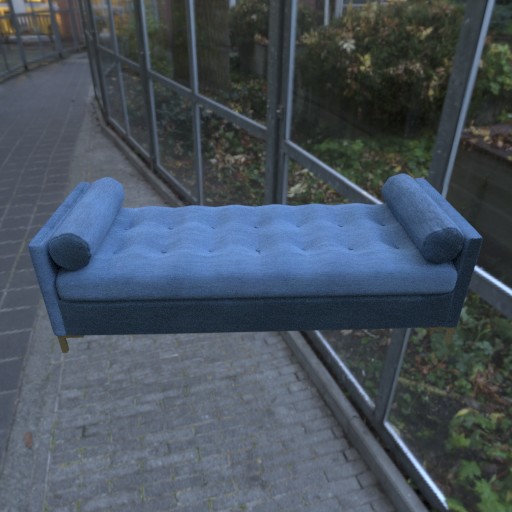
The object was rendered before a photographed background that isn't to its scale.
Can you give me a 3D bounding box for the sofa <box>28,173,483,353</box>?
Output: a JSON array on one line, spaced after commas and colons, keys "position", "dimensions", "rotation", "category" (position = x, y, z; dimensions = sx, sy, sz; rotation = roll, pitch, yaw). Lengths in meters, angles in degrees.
[{"position": [0.000, 0.000, 2.480], "dimensions": [2.102, 0.705, 0.796], "rotation": [-1, 31, -2], "category": "sofa"}]
